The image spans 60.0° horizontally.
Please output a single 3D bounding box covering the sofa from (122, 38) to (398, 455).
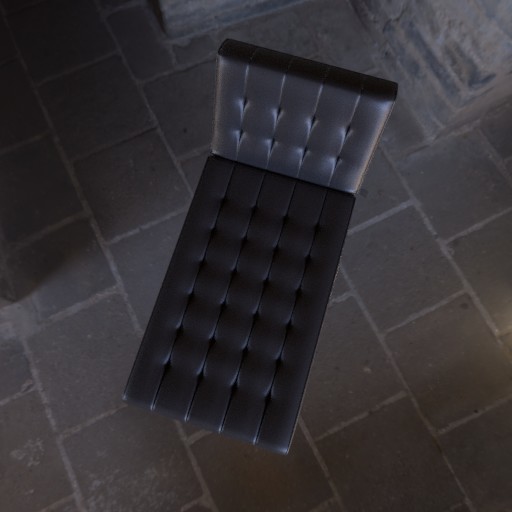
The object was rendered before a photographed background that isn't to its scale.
[{"bbox_3d":[0.000,0.000,1.994,0.760,0.820,1.560,17,77,4],"label":"sofa"}]
